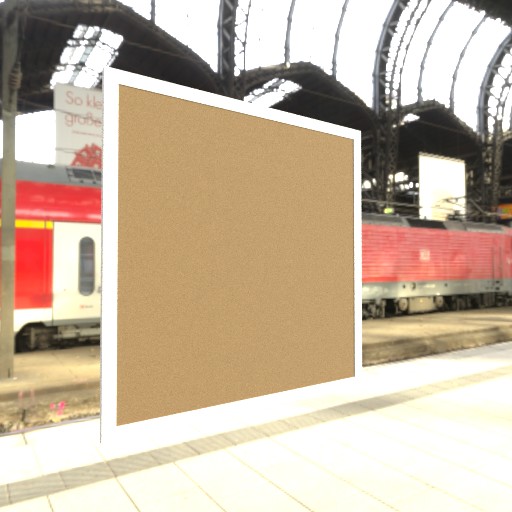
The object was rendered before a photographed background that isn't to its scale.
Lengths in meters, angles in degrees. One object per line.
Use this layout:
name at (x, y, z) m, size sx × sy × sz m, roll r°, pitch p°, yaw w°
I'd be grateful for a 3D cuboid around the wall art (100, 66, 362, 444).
wall art at (0.000, 0.000, 1.190) m, size 0.812 × 0.812 × 0.015 m, roll 1°, pitch -1°, yaw -35°
